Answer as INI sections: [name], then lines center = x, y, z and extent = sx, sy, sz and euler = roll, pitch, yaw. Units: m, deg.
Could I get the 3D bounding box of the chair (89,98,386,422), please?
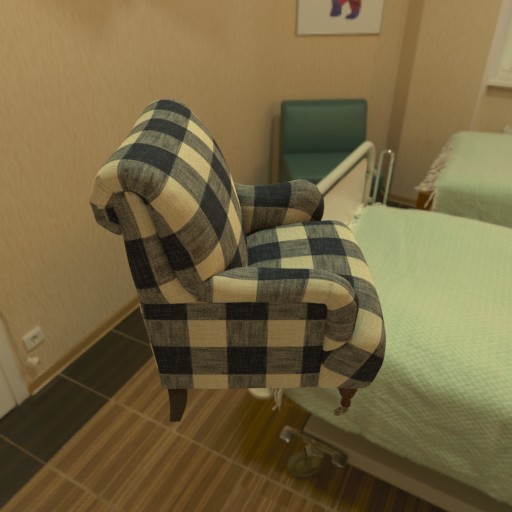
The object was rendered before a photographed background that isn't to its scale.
[chair]
center = 0.000, 0.000, 1.605
extent = 0.848, 0.953, 0.781
euler = -1, 32, -1
